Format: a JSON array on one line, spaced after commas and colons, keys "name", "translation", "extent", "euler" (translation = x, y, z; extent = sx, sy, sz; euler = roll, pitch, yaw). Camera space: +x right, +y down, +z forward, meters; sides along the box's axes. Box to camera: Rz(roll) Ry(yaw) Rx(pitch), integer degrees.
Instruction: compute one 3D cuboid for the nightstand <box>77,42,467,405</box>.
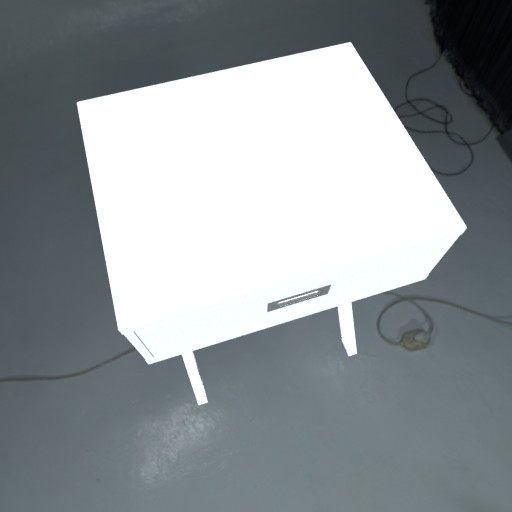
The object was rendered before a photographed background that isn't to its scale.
[{"name": "nightstand", "translation": [0.000, 0.000, 0.936], "extent": [0.479, 0.623, 0.402], "euler": [-16, 64, -8]}]
